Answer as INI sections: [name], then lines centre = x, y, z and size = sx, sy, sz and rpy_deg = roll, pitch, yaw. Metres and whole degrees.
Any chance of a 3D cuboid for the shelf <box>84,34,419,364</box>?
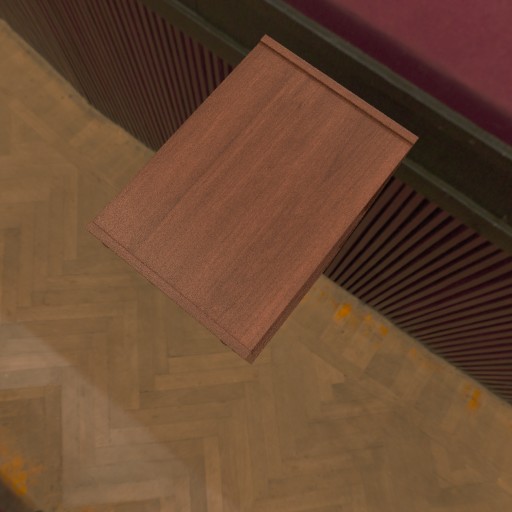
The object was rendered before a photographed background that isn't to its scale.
[shelf]
centre = 0.000, 0.000, 1.066
size = 0.290, 0.879, 0.414
rpy_deg = 38, 79, 9
